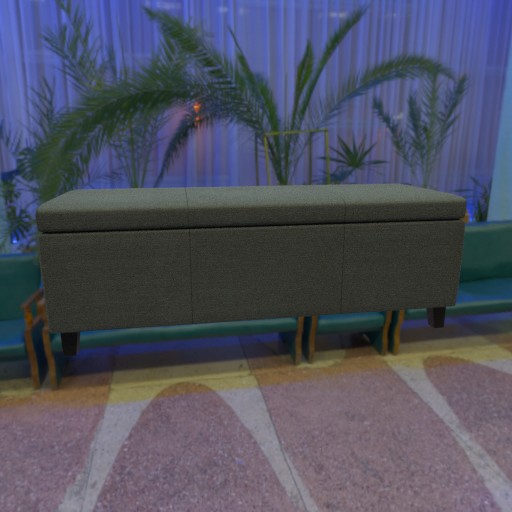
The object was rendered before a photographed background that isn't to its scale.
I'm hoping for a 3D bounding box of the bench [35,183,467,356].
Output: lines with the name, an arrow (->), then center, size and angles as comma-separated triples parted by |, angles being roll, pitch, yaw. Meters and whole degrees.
bench -> 0.000, 0.000, 1.502 | 1.269, 0.438, 0.446 | -3, 15, -9
